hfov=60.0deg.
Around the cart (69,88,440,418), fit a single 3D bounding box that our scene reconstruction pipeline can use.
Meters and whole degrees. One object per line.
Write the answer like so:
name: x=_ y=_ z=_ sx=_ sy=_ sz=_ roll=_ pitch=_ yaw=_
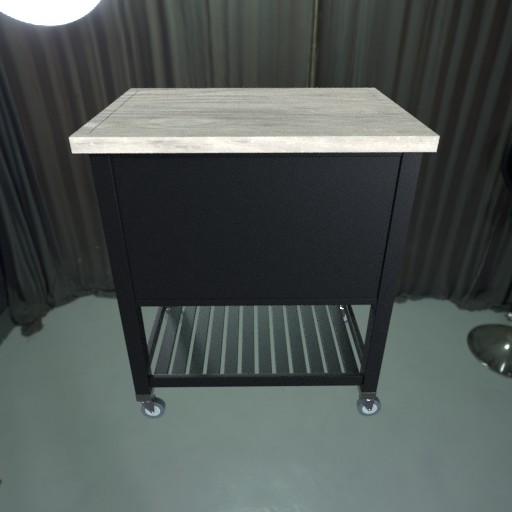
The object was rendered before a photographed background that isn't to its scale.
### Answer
cart: x=0.000 y=0.000 z=1.416 sx=0.797 sy=0.920 sz=0.567 roll=0 pitch=31 yaw=-1
